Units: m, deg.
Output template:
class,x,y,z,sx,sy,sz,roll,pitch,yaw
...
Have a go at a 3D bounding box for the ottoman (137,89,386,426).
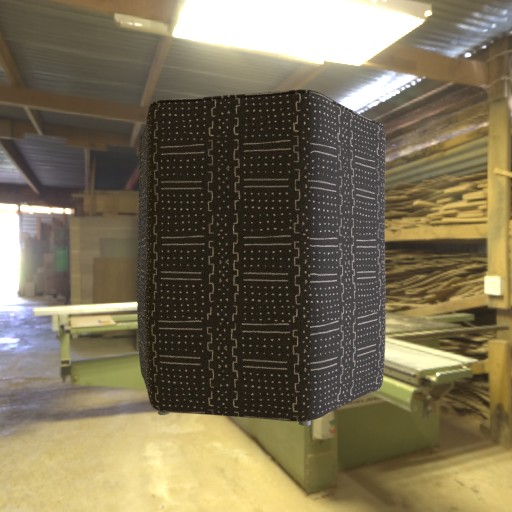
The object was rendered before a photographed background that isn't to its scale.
class,x,y,z,sx,sy,sz,roll,pitch,yaw
ottoman,0.000,0.000,0.873,0.443,0.502,0.494,0,0,-19
